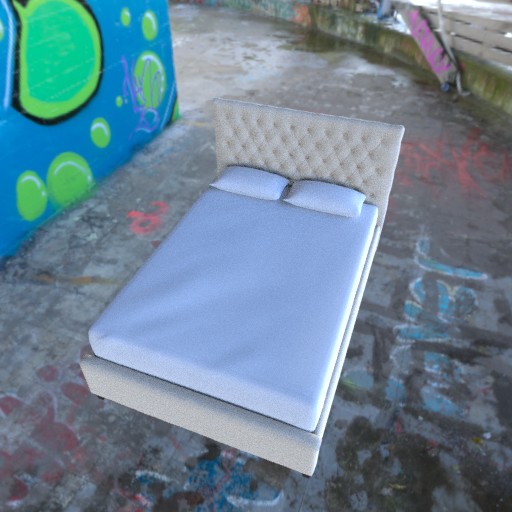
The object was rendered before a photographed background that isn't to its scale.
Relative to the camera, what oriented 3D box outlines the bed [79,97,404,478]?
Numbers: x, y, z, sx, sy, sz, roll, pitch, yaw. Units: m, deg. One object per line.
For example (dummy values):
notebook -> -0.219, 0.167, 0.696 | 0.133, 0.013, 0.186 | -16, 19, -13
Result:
bed -> 0.000, 0.000, 3.433 | 1.698, 1.427, 2.387 | 14, 43, 16
